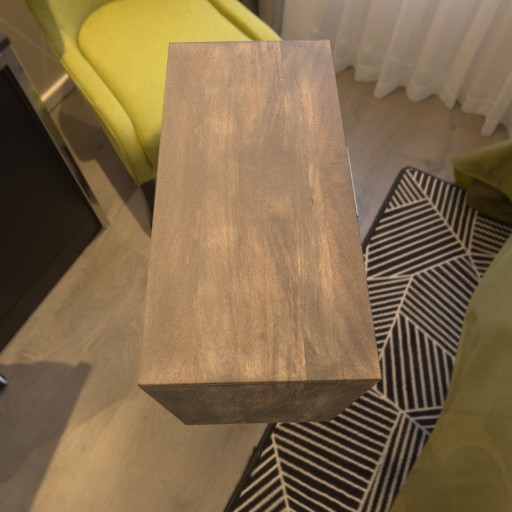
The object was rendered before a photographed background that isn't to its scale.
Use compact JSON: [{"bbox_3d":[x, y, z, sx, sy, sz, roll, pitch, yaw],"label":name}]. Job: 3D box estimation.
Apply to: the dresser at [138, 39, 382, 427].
[{"bbox_3d":[0.000,0.000,1.369,0.453,0.801,0.923,-1,63,-1],"label":"dresser"}]
